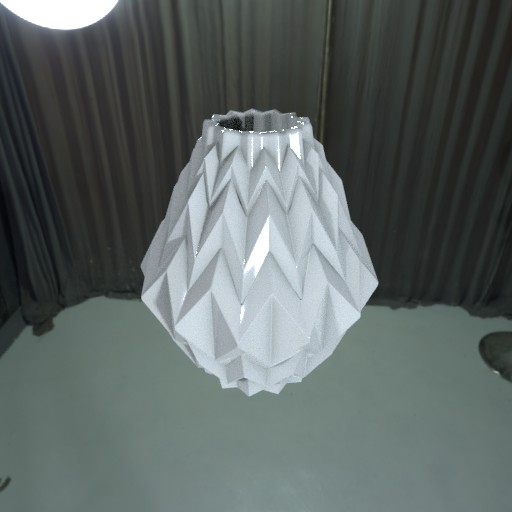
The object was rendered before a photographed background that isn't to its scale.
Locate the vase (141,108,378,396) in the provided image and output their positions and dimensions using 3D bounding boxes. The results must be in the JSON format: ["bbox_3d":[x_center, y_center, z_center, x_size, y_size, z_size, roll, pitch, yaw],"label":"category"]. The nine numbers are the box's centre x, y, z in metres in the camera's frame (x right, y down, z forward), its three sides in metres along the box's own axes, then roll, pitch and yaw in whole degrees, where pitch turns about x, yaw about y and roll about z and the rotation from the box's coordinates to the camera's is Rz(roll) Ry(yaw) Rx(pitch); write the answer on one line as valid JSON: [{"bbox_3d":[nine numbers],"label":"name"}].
[{"bbox_3d":[0.000,0.000,0.307,0.164,0.185,0.164,0,30,0],"label":"vase"}]
